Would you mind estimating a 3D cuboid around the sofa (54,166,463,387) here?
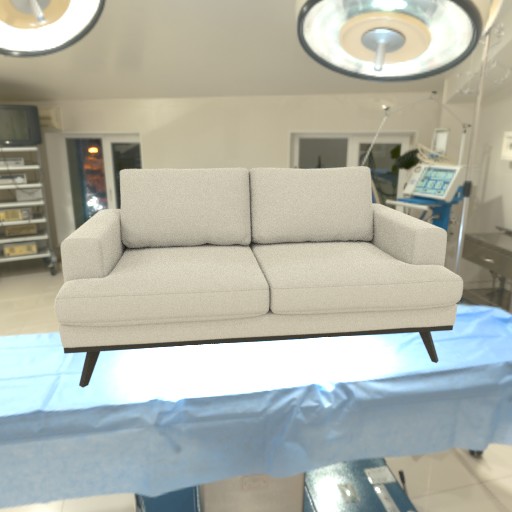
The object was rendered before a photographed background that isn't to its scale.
[{"bbox_3d":[0.000,0.000,2.167,1.650,0.810,0.920,-2,16,-7],"label":"sofa"}]
